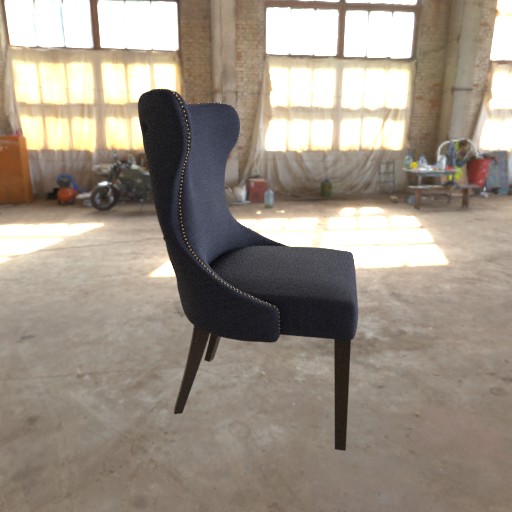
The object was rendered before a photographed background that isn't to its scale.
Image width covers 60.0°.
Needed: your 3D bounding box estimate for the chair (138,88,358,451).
[{"bbox_3d":[0.000,0.000,1.413,0.635,0.967,0.628,3,16,11],"label":"chair"}]
